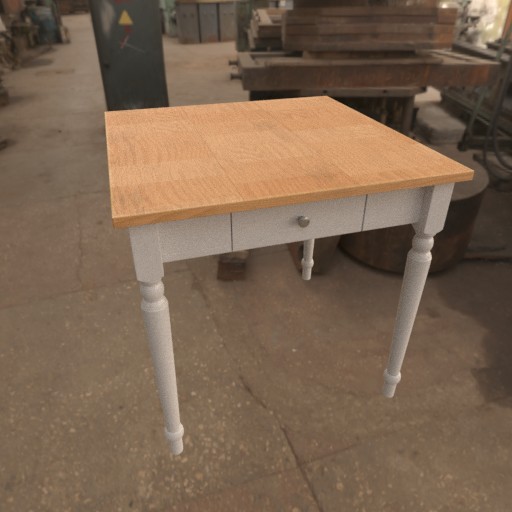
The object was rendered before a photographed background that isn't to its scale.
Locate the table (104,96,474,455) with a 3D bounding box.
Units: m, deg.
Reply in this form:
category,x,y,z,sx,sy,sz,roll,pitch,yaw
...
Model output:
category,x,y,z,sx,sy,sz,roll,pitch,yaw
table,0.000,0.000,1.350,0.747,0.738,0.747,-9,33,-14
